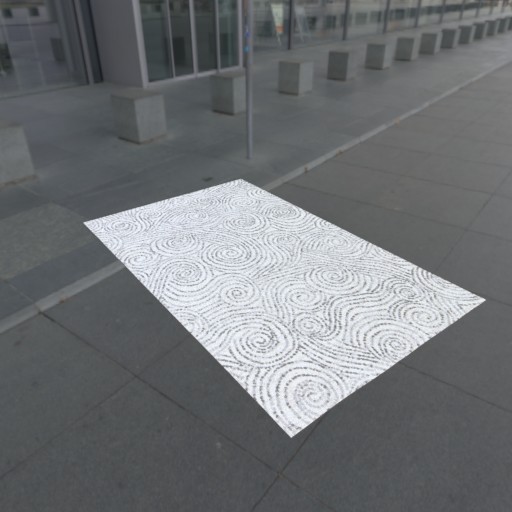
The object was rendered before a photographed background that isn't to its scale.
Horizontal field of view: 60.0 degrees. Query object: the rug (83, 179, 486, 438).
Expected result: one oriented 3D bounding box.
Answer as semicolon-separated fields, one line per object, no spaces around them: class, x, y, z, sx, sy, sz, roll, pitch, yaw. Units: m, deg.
rug;0.000;0.000;3.019;1.524;0.005;2.439;-22;37;-32
